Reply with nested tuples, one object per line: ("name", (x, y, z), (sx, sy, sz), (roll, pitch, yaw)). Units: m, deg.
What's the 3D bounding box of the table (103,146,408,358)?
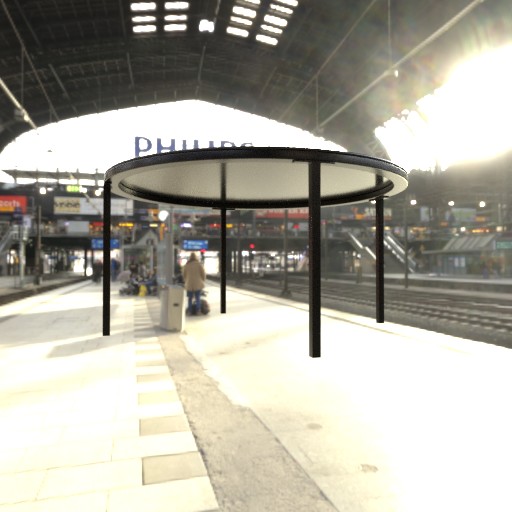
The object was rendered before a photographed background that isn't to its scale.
("table", (0.000, 0.000, 1.226), (0.800, 0.400, 0.800), (0, -1, 0))
